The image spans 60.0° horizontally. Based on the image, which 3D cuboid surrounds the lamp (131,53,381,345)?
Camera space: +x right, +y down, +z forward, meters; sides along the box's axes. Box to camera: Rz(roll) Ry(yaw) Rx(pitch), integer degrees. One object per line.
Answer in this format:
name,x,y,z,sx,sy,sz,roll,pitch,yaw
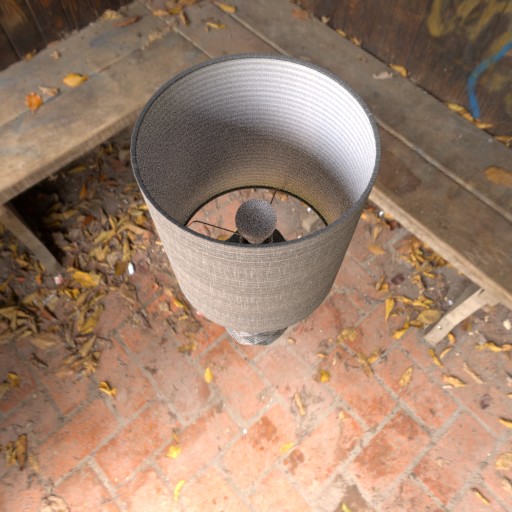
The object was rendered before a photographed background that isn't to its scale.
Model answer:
lamp,0.000,0.000,0.731,0.268,0.566,0.269,17,65,8
